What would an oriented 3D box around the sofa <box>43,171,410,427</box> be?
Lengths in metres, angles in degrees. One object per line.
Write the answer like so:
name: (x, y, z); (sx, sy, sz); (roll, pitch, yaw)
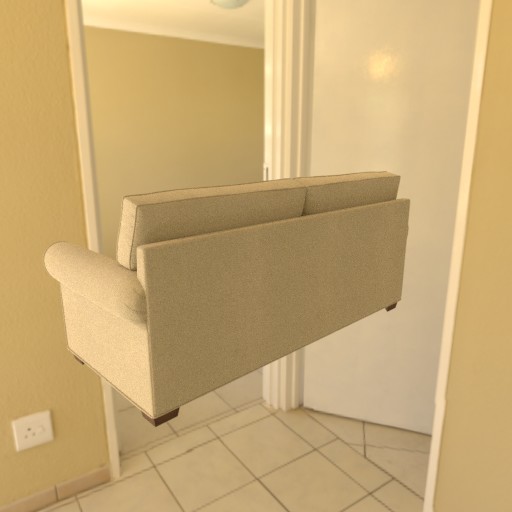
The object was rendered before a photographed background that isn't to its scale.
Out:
sofa: (0.000, 0.000, 2.662); (2.146, 0.962, 0.901); (-14, 20, -42)
